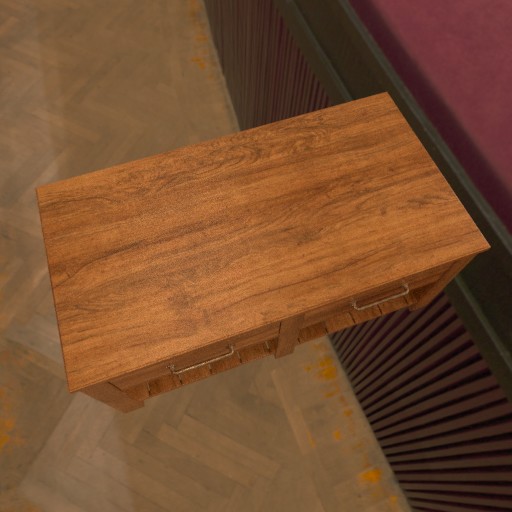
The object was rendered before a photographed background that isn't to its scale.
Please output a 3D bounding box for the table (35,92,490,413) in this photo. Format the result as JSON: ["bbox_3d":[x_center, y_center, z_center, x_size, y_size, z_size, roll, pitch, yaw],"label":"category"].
[{"bbox_3d":[0.000,0.000,1.465,1.150,0.480,0.635,-18,65,-9],"label":"table"}]
